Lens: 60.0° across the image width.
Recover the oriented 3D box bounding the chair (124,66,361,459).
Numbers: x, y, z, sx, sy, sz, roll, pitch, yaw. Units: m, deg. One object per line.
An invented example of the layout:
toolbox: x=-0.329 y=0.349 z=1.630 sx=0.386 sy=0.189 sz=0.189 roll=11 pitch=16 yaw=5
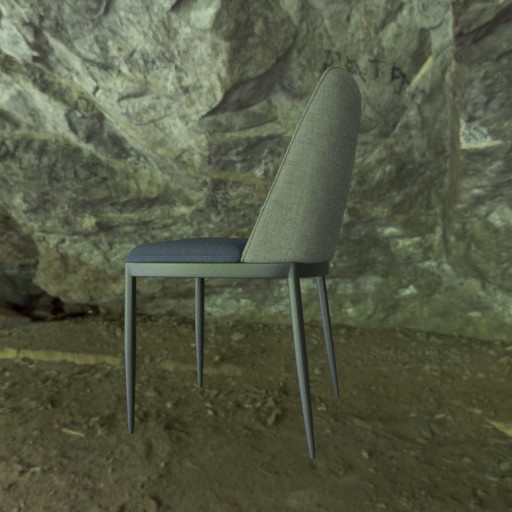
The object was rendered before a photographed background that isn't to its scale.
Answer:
chair: x=0.000 y=0.000 z=1.189 sx=0.550 sy=0.855 sz=0.488 roll=0 pitch=0 yaw=17
